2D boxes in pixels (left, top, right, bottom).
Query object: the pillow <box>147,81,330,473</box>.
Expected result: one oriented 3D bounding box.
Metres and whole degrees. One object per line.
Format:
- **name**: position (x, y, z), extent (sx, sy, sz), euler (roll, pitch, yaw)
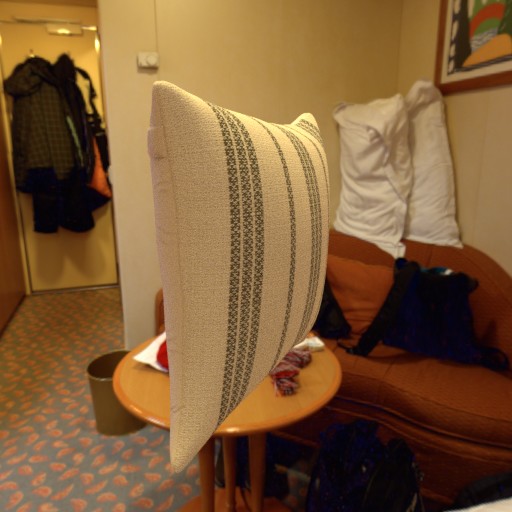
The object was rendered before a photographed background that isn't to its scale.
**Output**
- **pillow**: position (0.000, 0.000, 0.612), extent (0.173, 0.406, 0.405), euler (6, 15, 25)
